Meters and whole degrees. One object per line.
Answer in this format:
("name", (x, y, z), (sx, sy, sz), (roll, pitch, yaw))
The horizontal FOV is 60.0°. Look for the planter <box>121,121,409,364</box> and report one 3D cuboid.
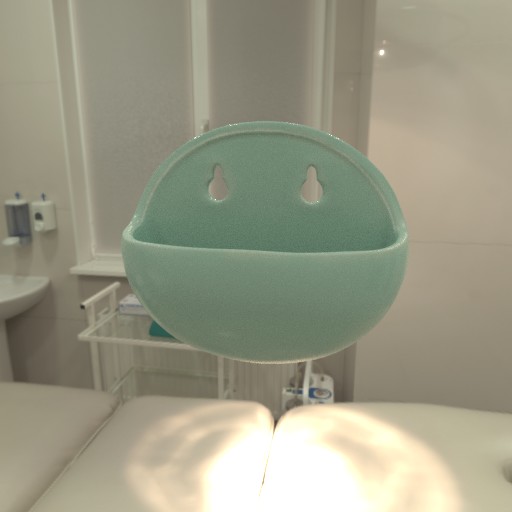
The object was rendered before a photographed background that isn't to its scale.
("planter", (0.000, 0.000, 0.276), (0.189, 0.164, 0.073), (2, 15, 10))
